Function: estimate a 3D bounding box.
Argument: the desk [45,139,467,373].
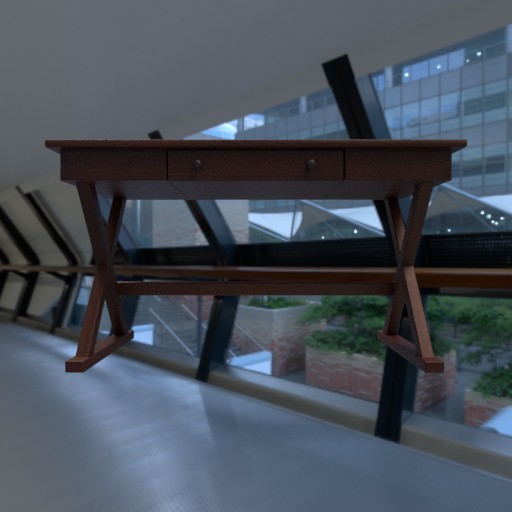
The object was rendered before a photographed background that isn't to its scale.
[{"bbox_3d":[0.000,0.000,1.740,1.372,0.761,0.600,0,0,0],"label":"desk"}]
